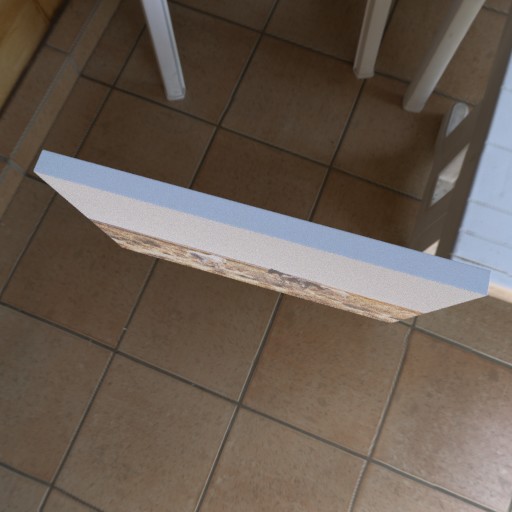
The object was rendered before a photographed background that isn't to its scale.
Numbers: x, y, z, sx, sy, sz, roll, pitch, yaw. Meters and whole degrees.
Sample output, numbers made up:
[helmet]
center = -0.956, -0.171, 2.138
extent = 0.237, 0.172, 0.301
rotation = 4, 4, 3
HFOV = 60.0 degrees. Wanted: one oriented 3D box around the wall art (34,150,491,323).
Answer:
[wall art]
center = 0.000, 0.000, 1.160
extent = 0.914, 0.610, 0.050
rotation = 16, 77, 4
